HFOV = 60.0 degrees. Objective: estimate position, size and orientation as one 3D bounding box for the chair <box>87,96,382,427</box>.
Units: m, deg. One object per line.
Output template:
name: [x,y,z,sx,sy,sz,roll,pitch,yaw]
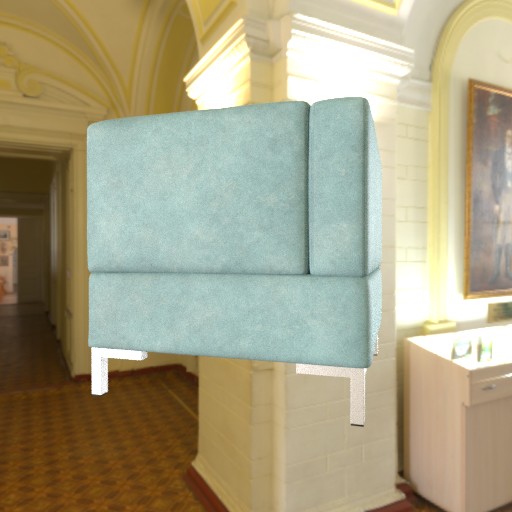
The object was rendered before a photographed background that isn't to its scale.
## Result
chair: [0.000,0.000,1.271,0.684,0.660,0.691,0,1,18]
